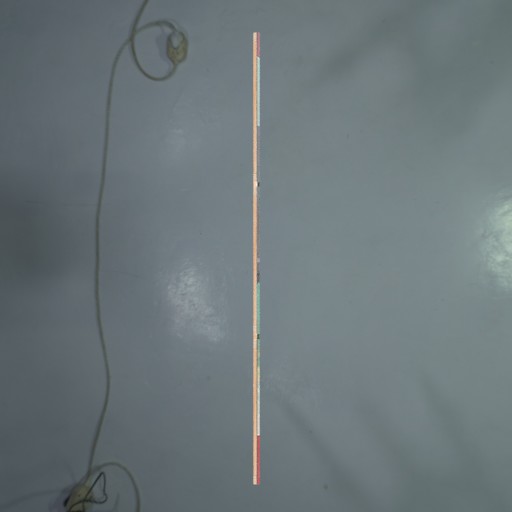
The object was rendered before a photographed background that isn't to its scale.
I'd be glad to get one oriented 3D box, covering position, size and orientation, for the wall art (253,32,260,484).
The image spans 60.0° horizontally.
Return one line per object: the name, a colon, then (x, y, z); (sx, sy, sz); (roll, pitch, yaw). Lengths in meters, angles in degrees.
wall art: (0.000, 0.000, 1.348); (0.012, 0.910, 0.911); (0, 91, 0)
